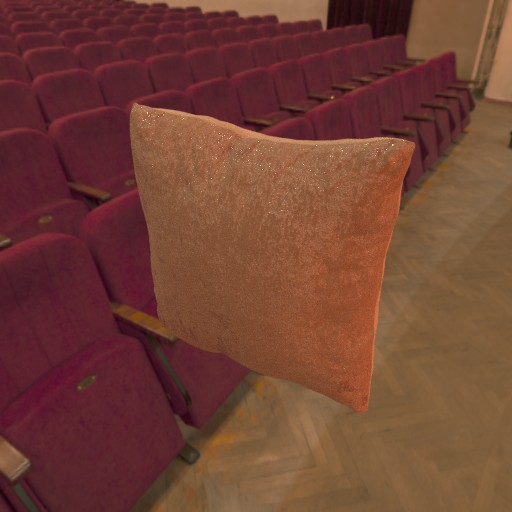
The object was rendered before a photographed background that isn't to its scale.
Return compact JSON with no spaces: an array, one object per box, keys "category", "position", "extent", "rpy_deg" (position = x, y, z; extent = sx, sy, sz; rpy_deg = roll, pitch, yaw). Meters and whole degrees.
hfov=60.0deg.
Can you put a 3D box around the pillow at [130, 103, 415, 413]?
[{"category":"pillow","position":[0.000,0.000,0.726],"extent":[0.450,0.448,0.245],"rpy_deg":[18,35,28]}]
